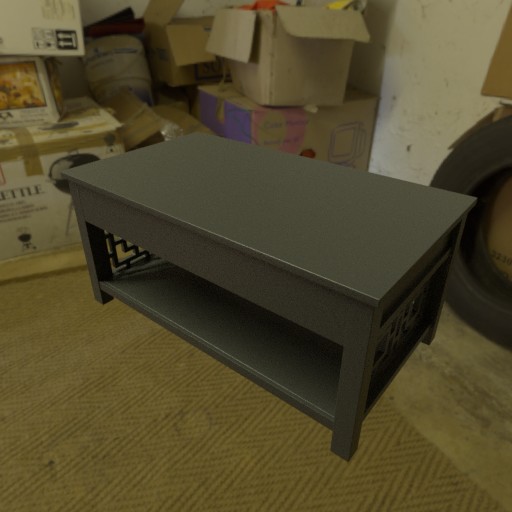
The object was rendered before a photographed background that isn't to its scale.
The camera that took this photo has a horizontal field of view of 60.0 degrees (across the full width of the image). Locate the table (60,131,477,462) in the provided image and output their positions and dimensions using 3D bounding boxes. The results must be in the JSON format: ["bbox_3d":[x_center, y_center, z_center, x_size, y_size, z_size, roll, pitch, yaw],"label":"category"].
[{"bbox_3d":[0.000,0.000,1.416,1.068,0.493,0.612,22,37,33],"label":"table"}]
